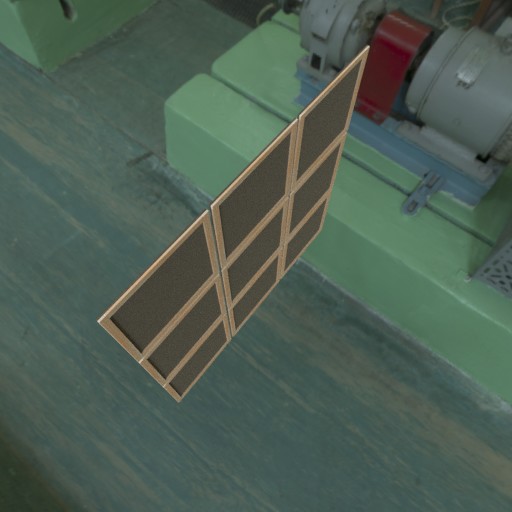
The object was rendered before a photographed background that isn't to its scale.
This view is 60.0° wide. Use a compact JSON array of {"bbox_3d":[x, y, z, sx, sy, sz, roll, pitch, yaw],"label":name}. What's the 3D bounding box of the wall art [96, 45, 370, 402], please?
[{"bbox_3d":[0.000,0.000,1.805,0.013,1.218,1.216,35,68,16],"label":"wall art"}]
